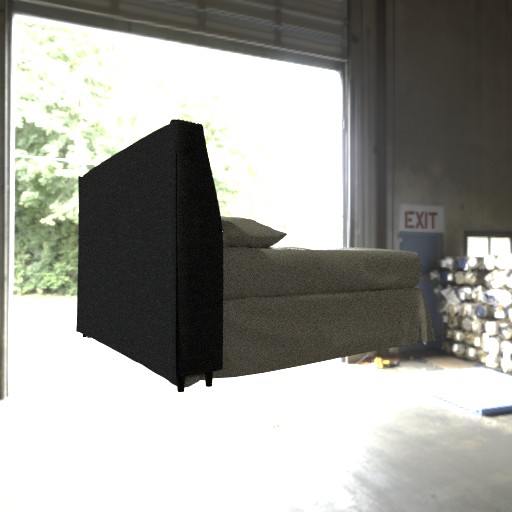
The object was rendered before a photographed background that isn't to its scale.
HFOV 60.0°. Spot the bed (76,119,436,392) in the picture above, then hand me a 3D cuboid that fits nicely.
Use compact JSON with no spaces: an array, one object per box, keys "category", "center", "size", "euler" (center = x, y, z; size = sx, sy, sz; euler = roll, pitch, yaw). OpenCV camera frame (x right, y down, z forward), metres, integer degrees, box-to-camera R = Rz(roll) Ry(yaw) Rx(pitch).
[{"category":"bed","center":[0.000,0.000,3.505],"size":[2.276,1.332,1.925],"euler":[0,0,-35]}]
